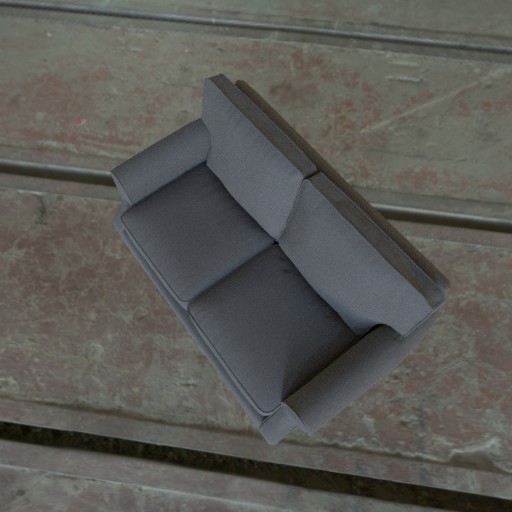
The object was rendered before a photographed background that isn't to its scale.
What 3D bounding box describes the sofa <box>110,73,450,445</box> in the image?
[{"bbox_3d":[0.000,0.000,2.270,0.964,0.937,1.665,-35,69,-15],"label":"sofa"}]
